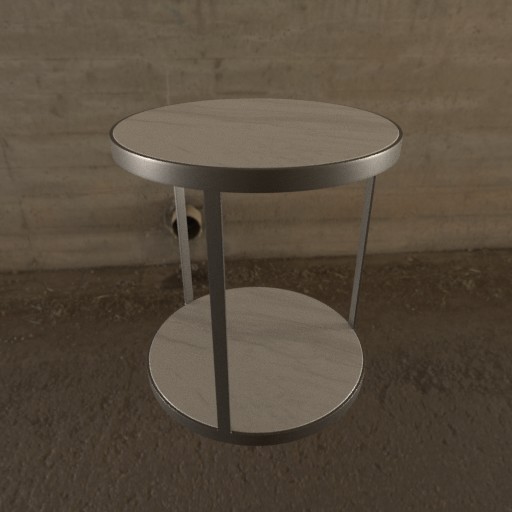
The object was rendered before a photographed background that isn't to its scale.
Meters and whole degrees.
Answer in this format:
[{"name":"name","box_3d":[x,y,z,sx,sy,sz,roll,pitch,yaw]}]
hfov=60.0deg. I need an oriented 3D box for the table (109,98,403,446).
[{"name":"table","box_3d":[0.000,0.000,0.815,0.445,0.479,0.445,0,30,0]}]
